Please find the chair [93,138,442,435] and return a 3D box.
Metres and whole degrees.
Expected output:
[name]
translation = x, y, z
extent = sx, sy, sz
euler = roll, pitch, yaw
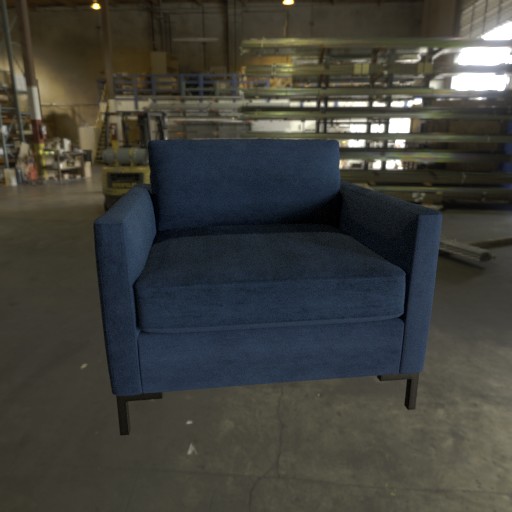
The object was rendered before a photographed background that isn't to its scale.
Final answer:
[chair]
translation = 0.000, 0.000, 1.602
extent = 0.964, 0.812, 0.875
euler = -2, 16, -8
